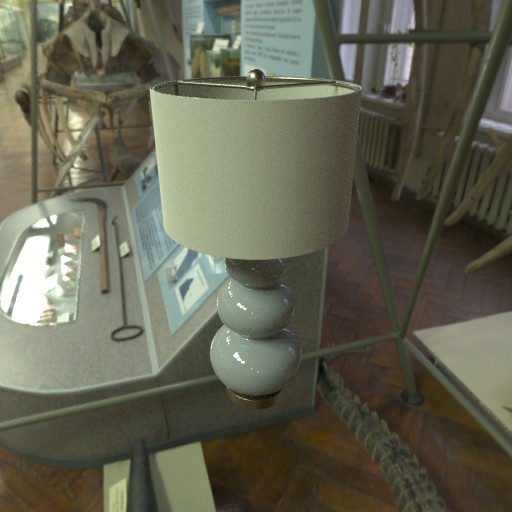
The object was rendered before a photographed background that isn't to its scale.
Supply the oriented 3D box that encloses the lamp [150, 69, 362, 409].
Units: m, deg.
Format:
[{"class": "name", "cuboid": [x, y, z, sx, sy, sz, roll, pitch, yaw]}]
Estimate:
[{"class": "lamp", "cuboid": [0.000, 0.000, 0.936, 0.367, 0.730, 0.367, -8, 28, -16]}]
